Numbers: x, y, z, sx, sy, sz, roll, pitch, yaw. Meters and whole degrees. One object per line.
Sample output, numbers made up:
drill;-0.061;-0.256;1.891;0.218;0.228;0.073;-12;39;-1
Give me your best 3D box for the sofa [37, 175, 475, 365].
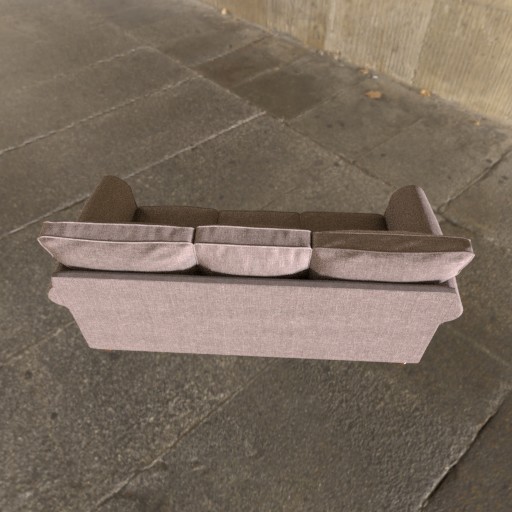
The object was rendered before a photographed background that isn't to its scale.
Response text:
sofa;0.000;0.000;2.596;2.084;0.961;0.916;2;47;2
